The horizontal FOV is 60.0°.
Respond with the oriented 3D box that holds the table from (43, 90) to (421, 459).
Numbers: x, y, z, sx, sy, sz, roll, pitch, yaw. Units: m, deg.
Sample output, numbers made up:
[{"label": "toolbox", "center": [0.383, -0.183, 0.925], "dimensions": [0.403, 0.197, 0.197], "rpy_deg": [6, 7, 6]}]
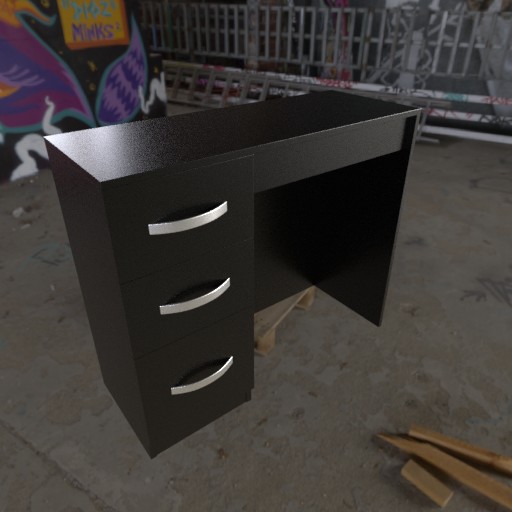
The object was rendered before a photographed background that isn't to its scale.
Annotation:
[{"label": "table", "center": [0.000, 0.000, 1.326], "dimensions": [0.930, 0.790, 0.380], "rpy_deg": [-21, 37, -31]}]
